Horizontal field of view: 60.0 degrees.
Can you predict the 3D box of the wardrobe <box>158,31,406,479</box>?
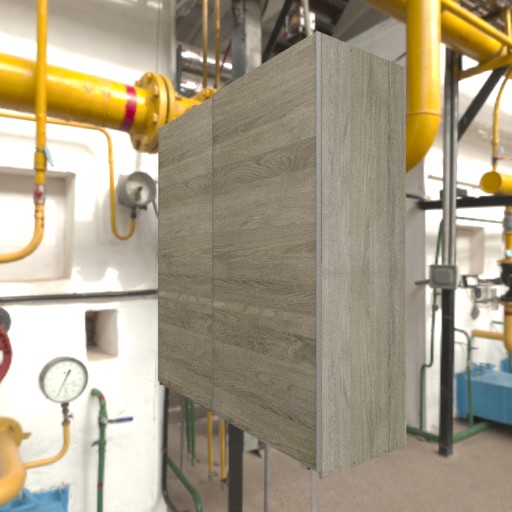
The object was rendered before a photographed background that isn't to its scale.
[{"bbox_3d":[0.000,0.000,2.828,0.629,1.960,1.780,0,0,-36],"label":"wardrobe"}]
